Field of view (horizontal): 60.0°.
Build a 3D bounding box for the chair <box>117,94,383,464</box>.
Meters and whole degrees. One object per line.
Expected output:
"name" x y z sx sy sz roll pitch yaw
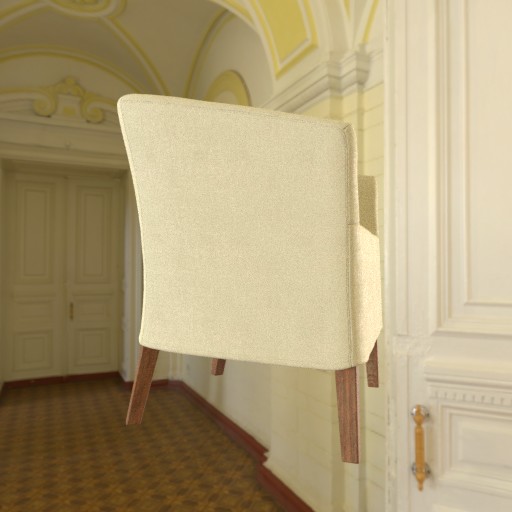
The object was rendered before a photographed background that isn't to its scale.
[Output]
"chair" 0.000 0.000 1.250 0.657 0.822 0.643 0 -1 19
